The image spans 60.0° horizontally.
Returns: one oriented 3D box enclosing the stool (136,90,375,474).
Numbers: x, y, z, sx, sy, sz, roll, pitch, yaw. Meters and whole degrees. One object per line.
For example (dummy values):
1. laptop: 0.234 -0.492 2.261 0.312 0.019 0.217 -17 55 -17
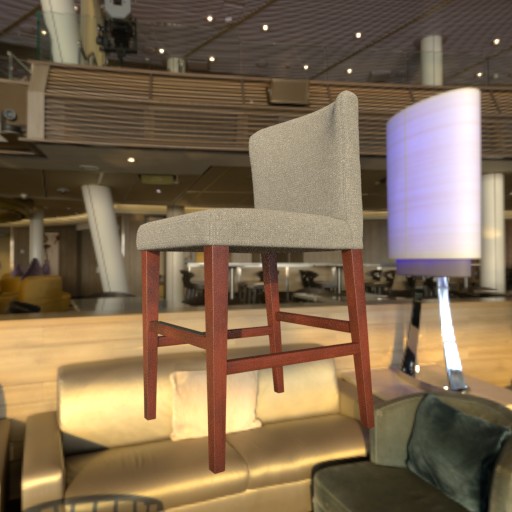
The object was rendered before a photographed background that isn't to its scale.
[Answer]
1. stool: 0.000 0.000 1.301 0.568 0.968 0.479 1 -1 -34
